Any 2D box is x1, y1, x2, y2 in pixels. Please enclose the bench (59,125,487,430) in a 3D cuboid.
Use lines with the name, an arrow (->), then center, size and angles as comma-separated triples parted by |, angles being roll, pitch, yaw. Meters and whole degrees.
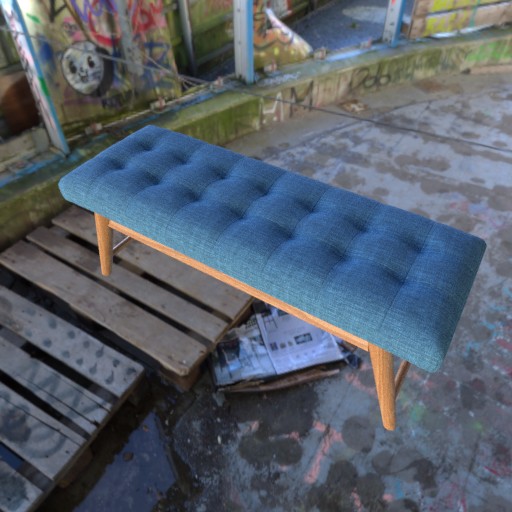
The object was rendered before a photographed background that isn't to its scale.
bench -> 0.000, 0.000, 1.314 | 1.118, 0.432, 0.406 | 24, 49, 22
